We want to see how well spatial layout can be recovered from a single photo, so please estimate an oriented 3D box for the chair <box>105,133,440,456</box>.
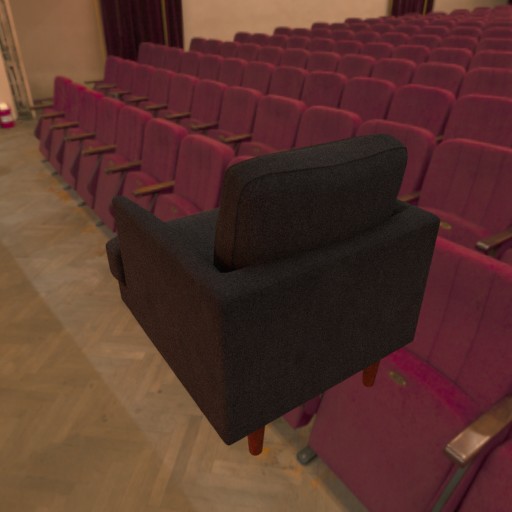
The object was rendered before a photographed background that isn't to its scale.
[{"bbox_3d":[0.000,0.000,1.625,0.858,0.957,0.899,-19,35,-29],"label":"chair"}]
